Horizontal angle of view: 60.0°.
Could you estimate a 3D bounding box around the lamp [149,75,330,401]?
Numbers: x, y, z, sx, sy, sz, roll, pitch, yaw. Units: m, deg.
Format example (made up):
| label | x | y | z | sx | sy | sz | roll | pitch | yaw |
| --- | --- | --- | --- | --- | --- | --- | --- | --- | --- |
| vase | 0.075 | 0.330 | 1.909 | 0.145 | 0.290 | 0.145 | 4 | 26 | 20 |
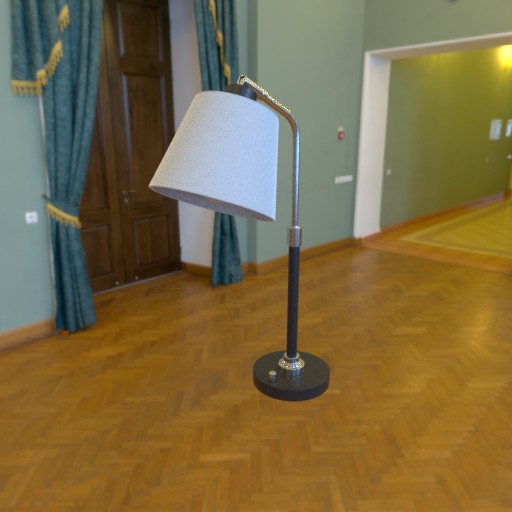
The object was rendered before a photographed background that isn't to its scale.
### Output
| label | x | y | z | sx | sy | sz | roll | pitch | yaw |
| --- | --- | --- | --- | --- | --- | --- | --- | --- | --- |
| lamp | 0.000 | 0.000 | 0.714 | 0.181 | 0.539 | 0.348 | 14 | 21 | 41 |
